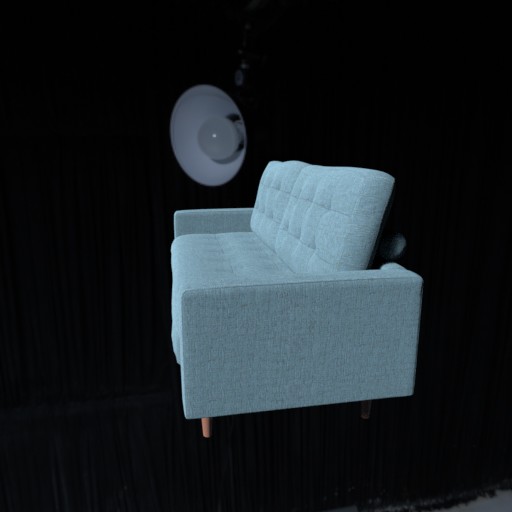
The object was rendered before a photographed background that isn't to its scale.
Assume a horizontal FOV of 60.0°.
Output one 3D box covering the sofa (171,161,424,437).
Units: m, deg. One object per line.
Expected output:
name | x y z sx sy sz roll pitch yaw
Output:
sofa | 0.000 0.000 2.543 0.966 1.050 2.010 -3 14 -10
